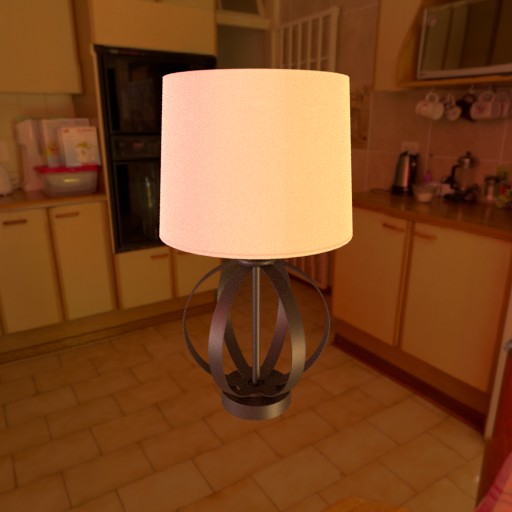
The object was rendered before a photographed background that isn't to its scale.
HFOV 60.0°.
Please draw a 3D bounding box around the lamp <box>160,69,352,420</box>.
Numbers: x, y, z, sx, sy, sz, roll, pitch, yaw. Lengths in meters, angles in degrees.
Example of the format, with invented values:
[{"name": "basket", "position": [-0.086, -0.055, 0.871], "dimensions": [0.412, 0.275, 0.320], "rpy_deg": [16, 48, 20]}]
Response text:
[{"name": "lamp", "position": [0.000, 0.000, 0.685], "dimensions": [0.286, 0.510, 0.286], "rpy_deg": [0, 17, 0]}]
